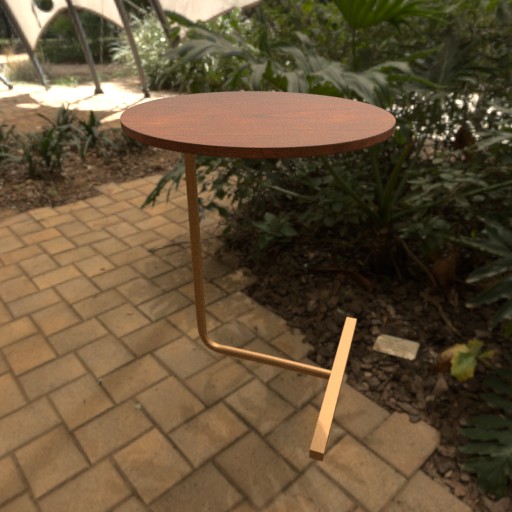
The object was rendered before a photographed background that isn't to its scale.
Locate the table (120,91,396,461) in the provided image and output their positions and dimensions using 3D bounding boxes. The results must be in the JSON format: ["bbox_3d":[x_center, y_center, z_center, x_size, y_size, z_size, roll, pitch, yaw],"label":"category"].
[{"bbox_3d":[0.000,0.000,1.123,0.577,0.706,0.530,10,31,17],"label":"table"}]
